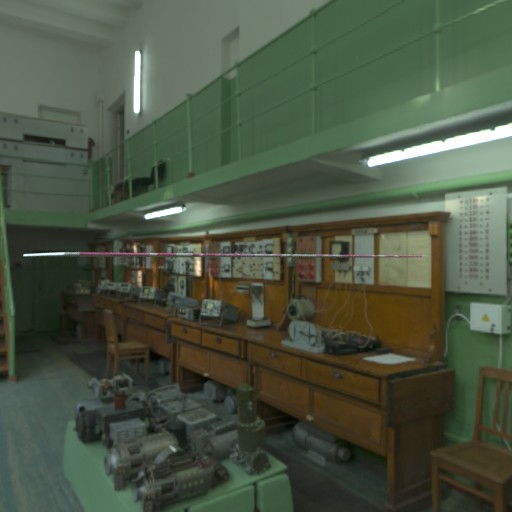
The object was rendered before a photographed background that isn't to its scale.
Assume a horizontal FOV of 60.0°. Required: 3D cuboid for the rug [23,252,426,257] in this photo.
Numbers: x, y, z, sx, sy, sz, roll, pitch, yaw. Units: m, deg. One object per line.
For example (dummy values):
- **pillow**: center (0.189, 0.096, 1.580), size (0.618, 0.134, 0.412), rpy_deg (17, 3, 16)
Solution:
- **rug**: center (0.000, 0.000, 2.739), size (2.458, 0.011, 0.787), rpy_deg (0, -1, -36)
